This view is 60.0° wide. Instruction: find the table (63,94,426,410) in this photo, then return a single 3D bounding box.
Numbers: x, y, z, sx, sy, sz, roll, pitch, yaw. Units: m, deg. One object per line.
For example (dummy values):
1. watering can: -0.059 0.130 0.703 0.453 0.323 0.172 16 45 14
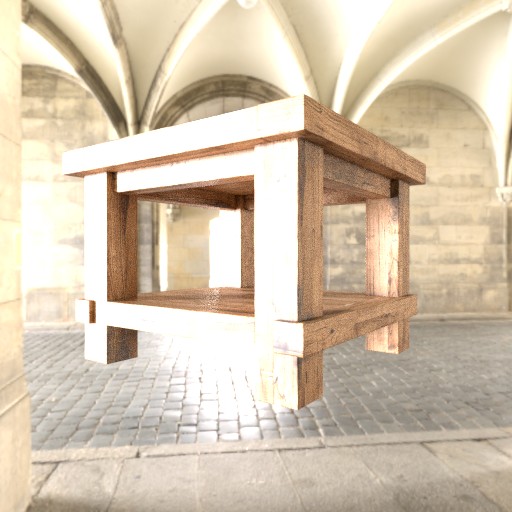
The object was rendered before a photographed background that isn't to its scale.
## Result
1. table: 0.000 0.000 1.043 0.610 0.457 0.610 0 0 36
